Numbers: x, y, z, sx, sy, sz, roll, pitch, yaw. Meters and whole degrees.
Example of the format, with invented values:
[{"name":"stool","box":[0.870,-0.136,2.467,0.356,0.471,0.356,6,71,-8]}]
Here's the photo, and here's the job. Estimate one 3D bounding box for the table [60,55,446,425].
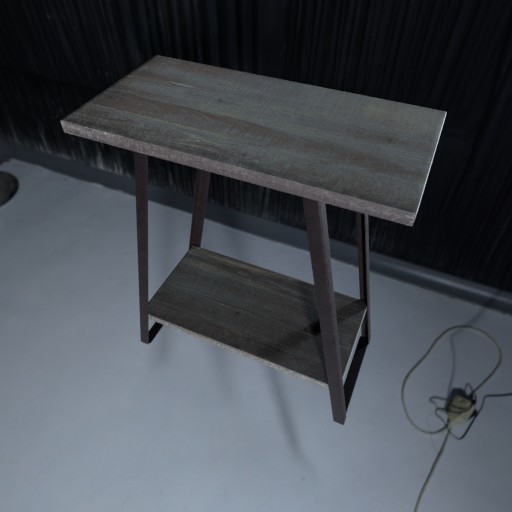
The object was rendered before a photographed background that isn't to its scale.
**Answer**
[{"name":"table","box":[0.000,0.000,1.019,0.599,0.701,0.300,18,49,16]}]
